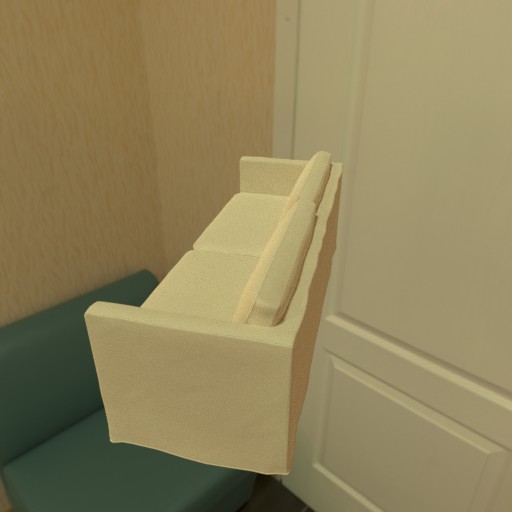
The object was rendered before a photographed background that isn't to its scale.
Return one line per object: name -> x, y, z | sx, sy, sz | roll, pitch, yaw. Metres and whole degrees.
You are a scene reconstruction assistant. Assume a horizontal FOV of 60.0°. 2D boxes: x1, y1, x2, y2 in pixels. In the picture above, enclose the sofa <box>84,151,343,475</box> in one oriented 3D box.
sofa -> 0.000, 0.000, 3.273 | 1.036, 0.999, 2.779 | 7, 29, 12
